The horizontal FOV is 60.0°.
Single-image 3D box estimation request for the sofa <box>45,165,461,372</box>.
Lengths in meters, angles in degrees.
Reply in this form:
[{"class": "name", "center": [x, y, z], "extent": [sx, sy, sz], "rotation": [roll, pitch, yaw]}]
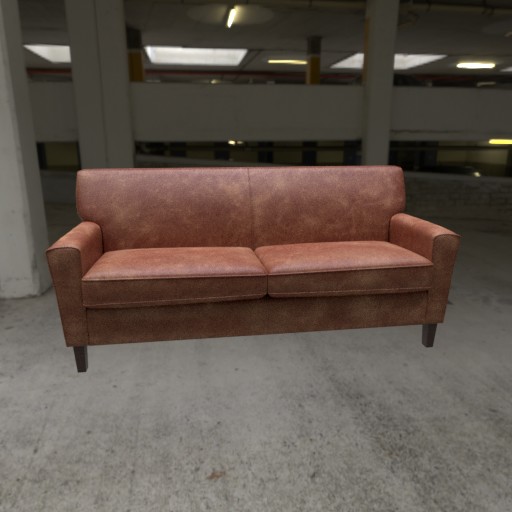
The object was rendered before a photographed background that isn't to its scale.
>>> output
[{"class": "sofa", "center": [0.000, 0.000, 2.544], "extent": [2.053, 0.947, 0.805], "rotation": [-2, 16, -8]}]
